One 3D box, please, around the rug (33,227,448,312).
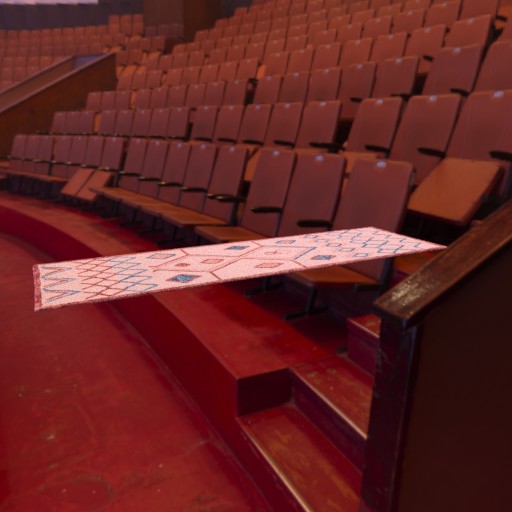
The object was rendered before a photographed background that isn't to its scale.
[{"bbox_3d":[0.000,0.000,2.696,2.435,0.011,0.750,-7,17,-26],"label":"rug"}]
